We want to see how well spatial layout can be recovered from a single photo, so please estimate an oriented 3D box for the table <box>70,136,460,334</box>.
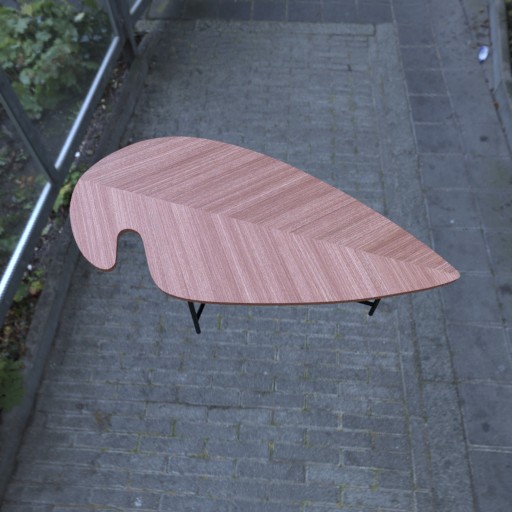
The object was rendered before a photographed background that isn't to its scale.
[{"bbox_3d":[0.000,0.000,1.489,1.199,0.360,0.598,15,59,9],"label":"table"}]
